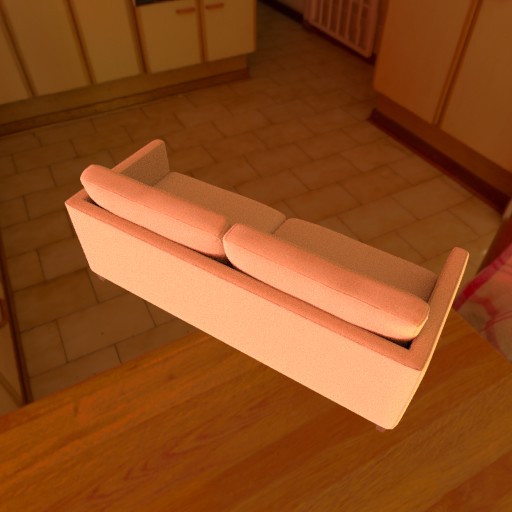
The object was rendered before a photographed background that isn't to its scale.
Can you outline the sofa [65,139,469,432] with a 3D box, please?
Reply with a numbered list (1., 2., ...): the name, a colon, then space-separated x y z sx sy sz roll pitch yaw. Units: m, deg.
1. sofa: 0.000 0.000 2.892 2.361 0.968 0.951 24 50 21
